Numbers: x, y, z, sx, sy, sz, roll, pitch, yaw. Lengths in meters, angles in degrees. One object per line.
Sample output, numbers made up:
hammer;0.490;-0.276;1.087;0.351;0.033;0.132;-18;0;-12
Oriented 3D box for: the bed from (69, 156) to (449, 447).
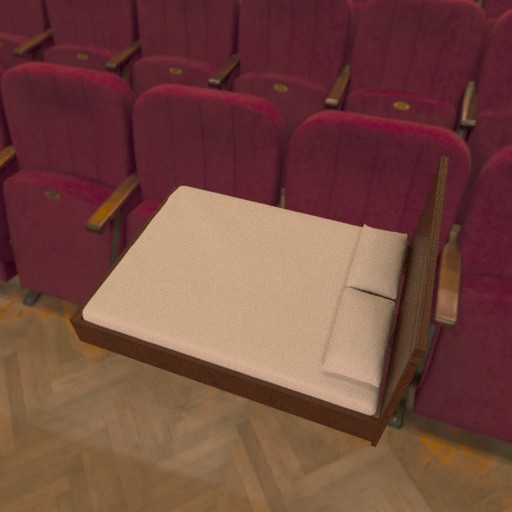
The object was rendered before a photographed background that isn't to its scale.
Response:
bed;0.000;0.000;3.200;2.221;1.169;1.613;15;48;14
